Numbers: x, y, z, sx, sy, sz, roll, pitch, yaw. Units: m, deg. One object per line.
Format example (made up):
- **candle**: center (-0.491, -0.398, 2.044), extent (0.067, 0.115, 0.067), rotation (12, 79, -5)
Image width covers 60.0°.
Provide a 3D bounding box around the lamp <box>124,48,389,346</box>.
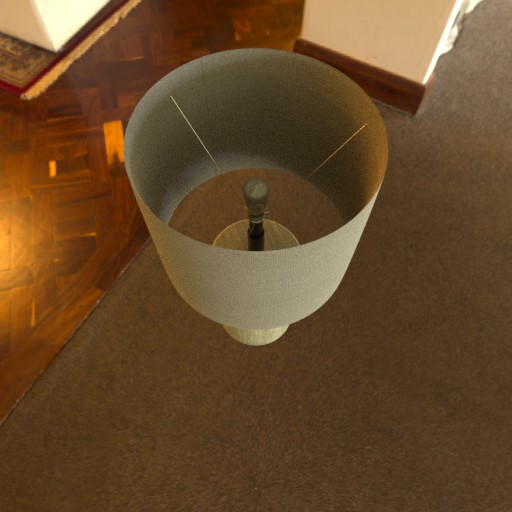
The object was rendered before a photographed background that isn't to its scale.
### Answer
- **lamp**: center (0.000, 0.000, 0.577), extent (0.228, 0.444, 0.228), rotation (-17, 64, -9)
